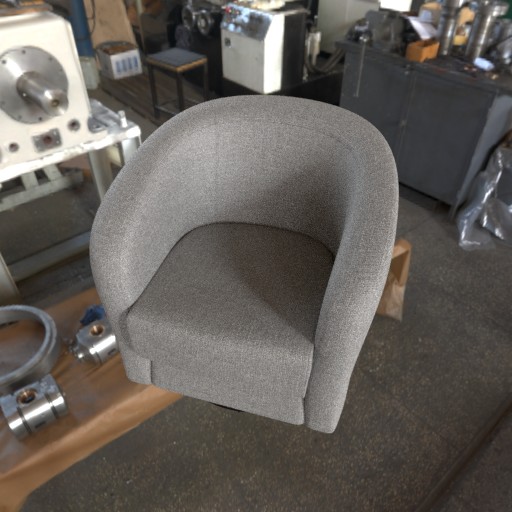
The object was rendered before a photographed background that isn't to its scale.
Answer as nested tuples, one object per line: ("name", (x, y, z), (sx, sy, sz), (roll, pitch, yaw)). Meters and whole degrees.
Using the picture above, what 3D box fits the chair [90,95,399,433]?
("chair", (0.000, 0.000, 1.434), (0.791, 0.771, 0.815), (11, 41, 12))
